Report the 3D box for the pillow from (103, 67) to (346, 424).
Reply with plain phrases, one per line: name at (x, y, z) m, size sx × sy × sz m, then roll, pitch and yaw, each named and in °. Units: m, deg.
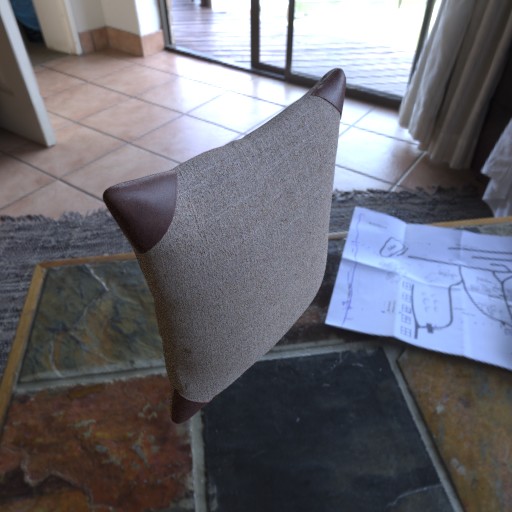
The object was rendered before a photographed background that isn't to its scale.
pillow at (0.000, 0.000, 0.675) m, size 0.147 × 0.448 × 0.437 m, roll 26°, pitch 47°, yaw 27°
